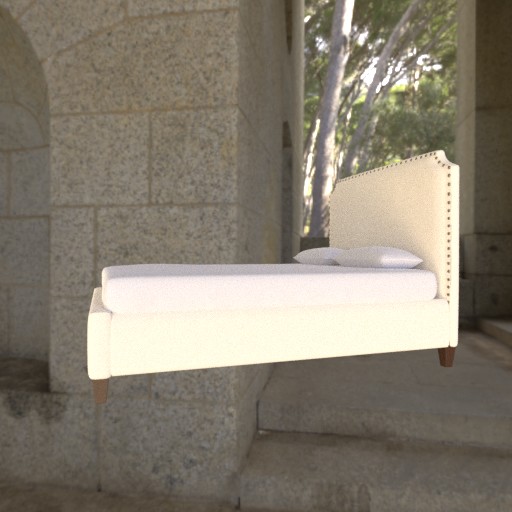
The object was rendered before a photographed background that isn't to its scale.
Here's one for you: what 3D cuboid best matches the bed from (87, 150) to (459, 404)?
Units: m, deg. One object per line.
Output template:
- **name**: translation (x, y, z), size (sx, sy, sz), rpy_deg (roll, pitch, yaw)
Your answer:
- **bed**: translation (0.000, 0.000, 3.401), size (2.372, 1.497, 1.712), rpy_deg (0, 0, -19)
